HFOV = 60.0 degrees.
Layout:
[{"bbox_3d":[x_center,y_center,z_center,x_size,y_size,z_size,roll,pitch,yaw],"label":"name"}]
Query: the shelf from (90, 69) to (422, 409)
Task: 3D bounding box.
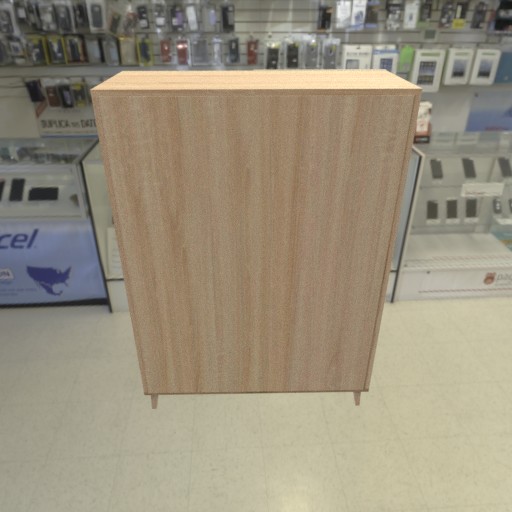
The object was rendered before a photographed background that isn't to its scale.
[{"bbox_3d":[0.000,0.000,1.863,0.995,1.405,0.434,-1,30,-1],"label":"shelf"}]
